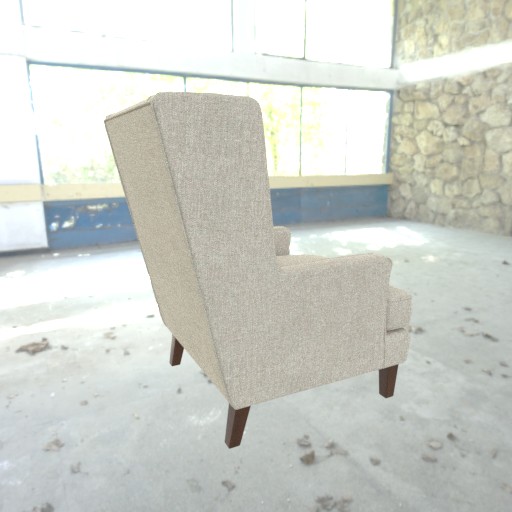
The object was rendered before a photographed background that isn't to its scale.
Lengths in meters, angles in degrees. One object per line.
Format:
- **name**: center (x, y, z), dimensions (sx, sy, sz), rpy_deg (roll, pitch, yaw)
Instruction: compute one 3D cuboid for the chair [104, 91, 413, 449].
- **chair**: center (0.000, 0.000, 1.720), dimensions (0.948, 1.082, 0.764), rpy_deg (-7, 15, -26)
